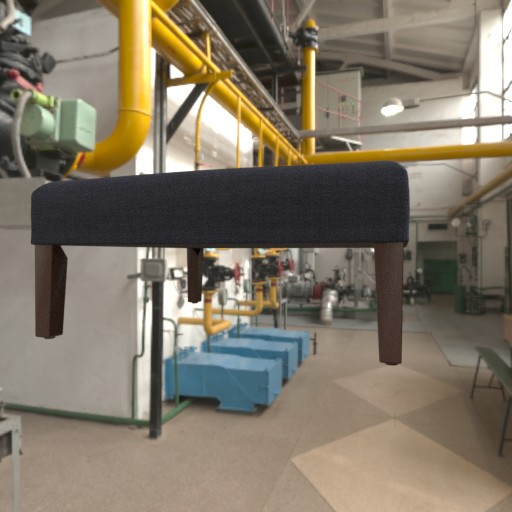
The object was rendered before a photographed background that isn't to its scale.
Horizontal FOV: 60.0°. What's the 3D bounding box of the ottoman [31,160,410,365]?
[{"bbox_3d":[0.000,0.000,1.374,0.890,0.411,0.889,0,0,18],"label":"ottoman"}]
